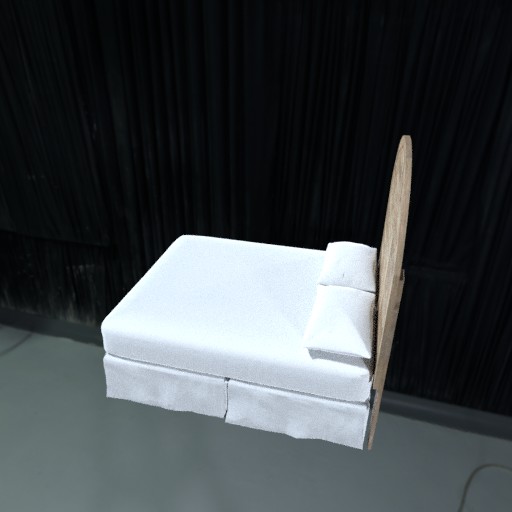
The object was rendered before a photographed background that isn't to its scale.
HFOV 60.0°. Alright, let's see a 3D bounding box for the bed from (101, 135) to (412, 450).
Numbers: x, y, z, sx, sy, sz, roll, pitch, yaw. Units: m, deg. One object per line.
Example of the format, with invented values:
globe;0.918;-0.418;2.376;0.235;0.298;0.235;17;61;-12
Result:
bed;0.000;0.000;3.558;2.112;2.002;1.713;7;30;13
